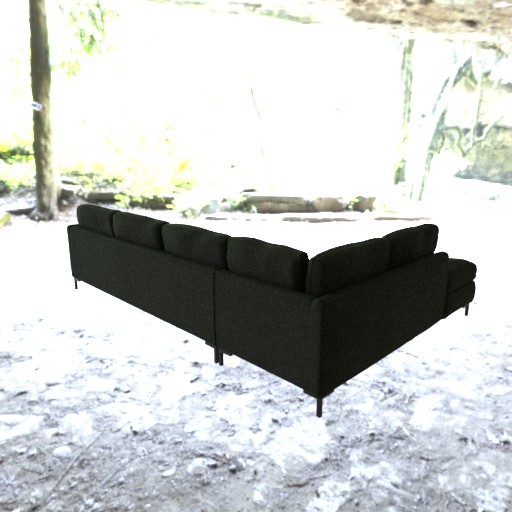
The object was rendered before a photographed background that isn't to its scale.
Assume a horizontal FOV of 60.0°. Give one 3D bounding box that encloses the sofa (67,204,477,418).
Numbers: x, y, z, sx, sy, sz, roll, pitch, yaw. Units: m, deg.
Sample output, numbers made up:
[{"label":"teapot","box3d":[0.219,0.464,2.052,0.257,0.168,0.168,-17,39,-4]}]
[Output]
[{"label":"sofa","box3d":[0.000,0.000,3.772,2.949,0.815,2.007,14,20,43]}]
